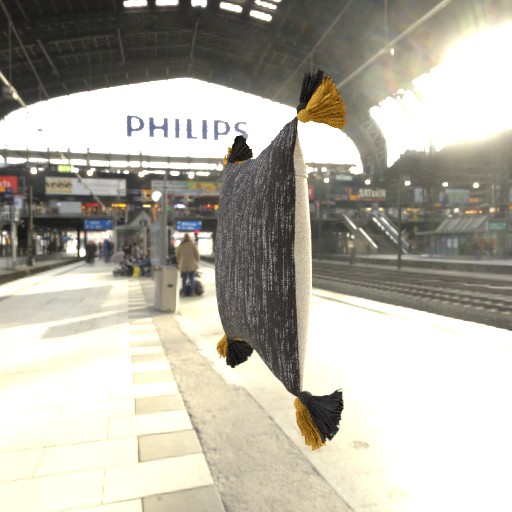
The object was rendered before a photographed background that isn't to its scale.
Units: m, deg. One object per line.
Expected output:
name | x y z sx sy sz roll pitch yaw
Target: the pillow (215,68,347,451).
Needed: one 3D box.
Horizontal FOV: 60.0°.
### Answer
pillow | 0.000 0.000 0.981 0.139 0.659 0.654 0 2 -18
